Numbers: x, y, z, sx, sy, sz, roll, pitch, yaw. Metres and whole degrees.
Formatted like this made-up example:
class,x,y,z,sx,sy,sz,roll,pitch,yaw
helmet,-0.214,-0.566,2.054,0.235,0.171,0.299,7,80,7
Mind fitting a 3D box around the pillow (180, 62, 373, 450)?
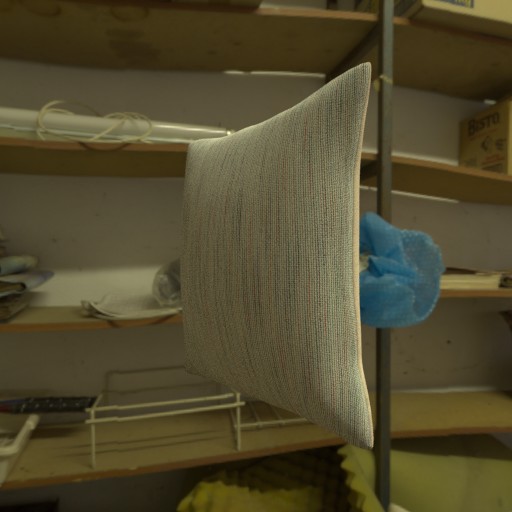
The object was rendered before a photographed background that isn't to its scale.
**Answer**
class,x,y,z,sx,sy,sz,roll,pitch,yaw
pillow,0.000,0.000,0.777,0.178,0.506,0.512,1,-1,-36
